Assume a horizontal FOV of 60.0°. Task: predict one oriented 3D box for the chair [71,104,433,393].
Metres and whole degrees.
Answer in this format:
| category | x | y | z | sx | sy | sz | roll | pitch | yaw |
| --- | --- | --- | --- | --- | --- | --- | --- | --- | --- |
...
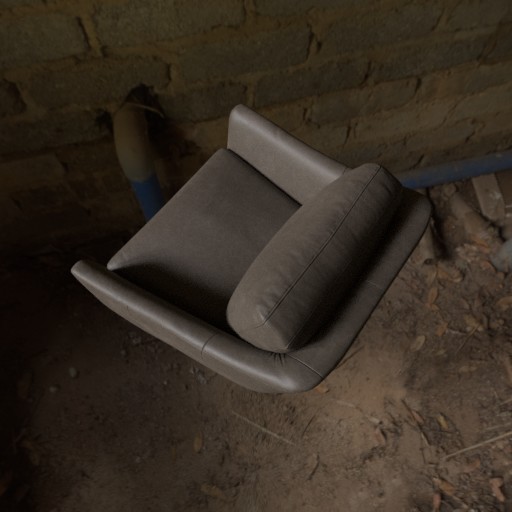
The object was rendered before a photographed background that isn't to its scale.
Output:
| category | x | y | z | sx | sy | sz | roll | pitch | yaw |
| --- | --- | --- | --- | --- | --- | --- | --- | --- | --- |
| chair | 0.000 | 0.000 | 1.739 | 0.961 | 0.901 | 0.988 | 34 | 69 | 15 |
